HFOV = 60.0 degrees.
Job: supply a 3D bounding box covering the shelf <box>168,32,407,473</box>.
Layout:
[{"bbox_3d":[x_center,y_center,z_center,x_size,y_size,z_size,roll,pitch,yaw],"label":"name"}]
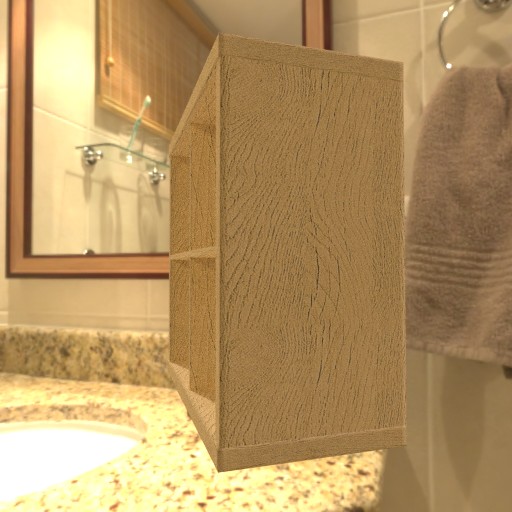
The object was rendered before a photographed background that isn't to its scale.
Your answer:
[{"bbox_3d":[0.000,0.000,1.226,0.390,0.786,0.790,0,-2,-18],"label":"shelf"}]
